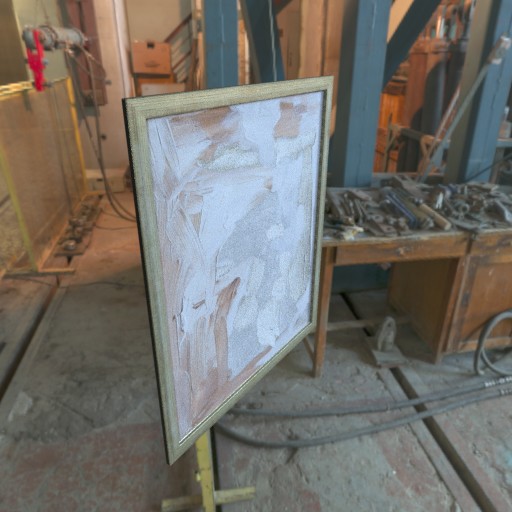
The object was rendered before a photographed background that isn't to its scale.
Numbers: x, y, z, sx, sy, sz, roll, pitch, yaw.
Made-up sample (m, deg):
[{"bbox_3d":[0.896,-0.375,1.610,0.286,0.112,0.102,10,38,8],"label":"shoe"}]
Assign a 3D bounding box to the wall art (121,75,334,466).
[{"bbox_3d":[0.000,0.000,0.769,0.009,0.559,0.483,17,31,32],"label":"wall art"}]
